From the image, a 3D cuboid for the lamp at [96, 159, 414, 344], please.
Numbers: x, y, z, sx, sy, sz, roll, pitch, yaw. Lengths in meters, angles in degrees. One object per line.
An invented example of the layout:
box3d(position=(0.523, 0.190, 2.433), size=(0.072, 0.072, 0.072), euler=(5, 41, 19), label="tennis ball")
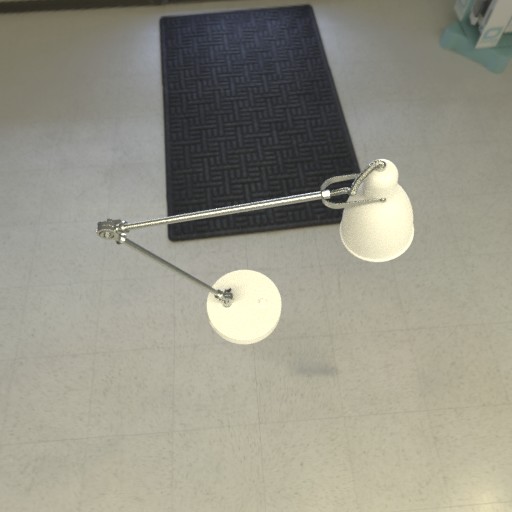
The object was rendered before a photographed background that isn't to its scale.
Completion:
box3d(position=(0.000, 0.000, 0.877), size=(0.561, 0.587, 0.187), euler=(-2, 63, -1), label="lamp")
